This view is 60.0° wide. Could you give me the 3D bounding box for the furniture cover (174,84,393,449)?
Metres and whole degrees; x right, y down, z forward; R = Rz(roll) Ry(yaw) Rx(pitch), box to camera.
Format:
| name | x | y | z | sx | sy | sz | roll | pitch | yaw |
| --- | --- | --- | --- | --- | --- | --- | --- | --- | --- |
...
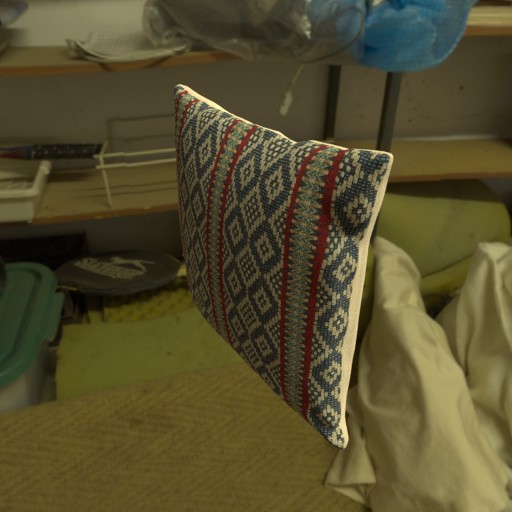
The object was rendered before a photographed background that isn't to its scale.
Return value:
| name | x | y | z | sx | sy | sz | roll | pitch | yaw |
| --- | --- | --- | --- | --- | --- | --- | --- | --- | --- |
| furniture cover | 0.000 | 0.000 | 0.668 | 0.139 | 0.431 | 0.431 | -20 | 36 | -30 |
